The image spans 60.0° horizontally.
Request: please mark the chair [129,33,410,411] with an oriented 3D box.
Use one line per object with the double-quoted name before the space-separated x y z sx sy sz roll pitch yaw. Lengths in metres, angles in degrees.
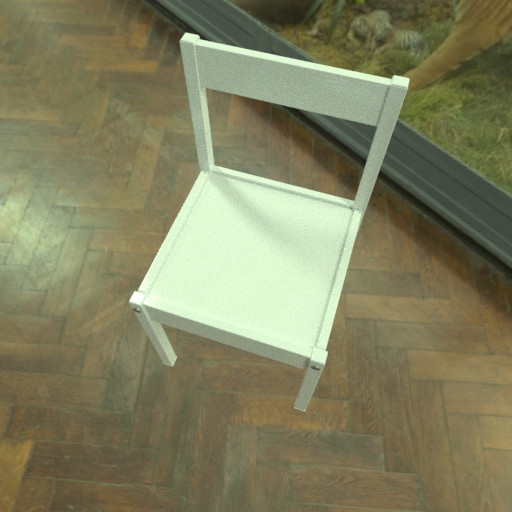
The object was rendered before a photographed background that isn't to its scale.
"chair" 0.000 0.000 0.684 0.285 0.505 0.285 16 60 9
